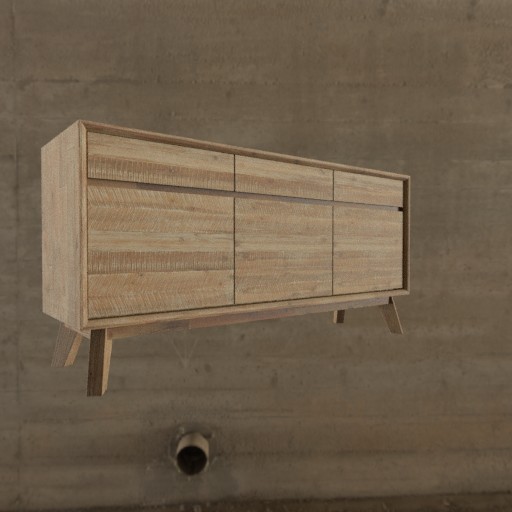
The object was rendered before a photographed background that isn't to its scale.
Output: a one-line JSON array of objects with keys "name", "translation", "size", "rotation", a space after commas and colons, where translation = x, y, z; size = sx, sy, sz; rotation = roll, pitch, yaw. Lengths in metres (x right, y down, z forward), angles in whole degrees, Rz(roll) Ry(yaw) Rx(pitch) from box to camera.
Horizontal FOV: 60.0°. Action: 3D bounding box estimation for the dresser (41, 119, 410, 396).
[{"name": "dresser", "translation": [0.000, 0.000, 1.912], "size": [1.602, 0.788, 0.455], "rotation": [-1, 1, -38]}]
